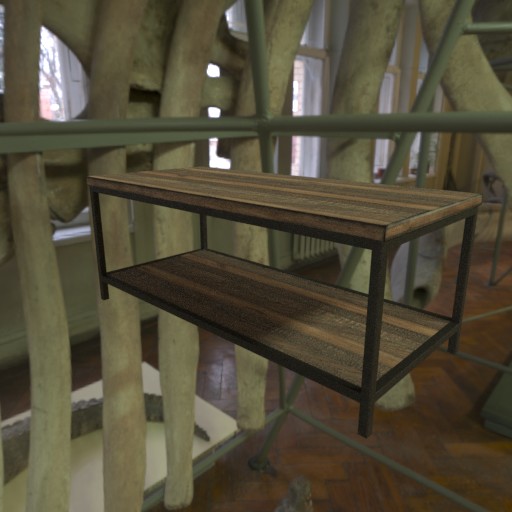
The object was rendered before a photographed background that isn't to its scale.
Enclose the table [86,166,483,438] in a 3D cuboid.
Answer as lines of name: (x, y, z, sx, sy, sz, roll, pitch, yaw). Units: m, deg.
table: (0.000, 0.000, 1.230, 0.990, 0.399, 0.452, 15, 22, 41)
